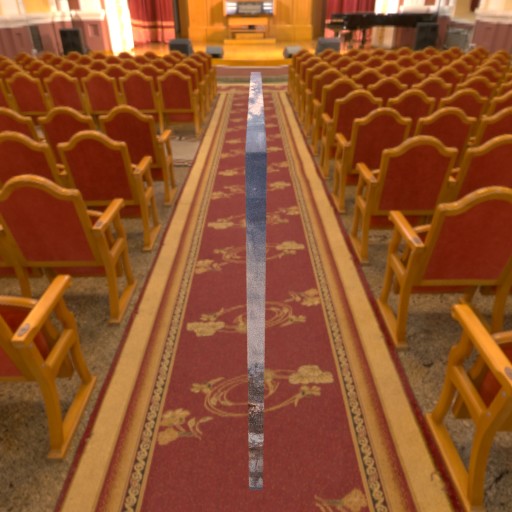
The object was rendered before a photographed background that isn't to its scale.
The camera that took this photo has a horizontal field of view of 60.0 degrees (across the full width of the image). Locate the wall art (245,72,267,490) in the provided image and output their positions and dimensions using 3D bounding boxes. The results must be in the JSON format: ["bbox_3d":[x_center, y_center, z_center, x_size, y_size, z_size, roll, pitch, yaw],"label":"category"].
[{"bbox_3d":[0.000,0.000,1.492,0.040,1.020,1.010,0,30,0],"label":"wall art"}]
